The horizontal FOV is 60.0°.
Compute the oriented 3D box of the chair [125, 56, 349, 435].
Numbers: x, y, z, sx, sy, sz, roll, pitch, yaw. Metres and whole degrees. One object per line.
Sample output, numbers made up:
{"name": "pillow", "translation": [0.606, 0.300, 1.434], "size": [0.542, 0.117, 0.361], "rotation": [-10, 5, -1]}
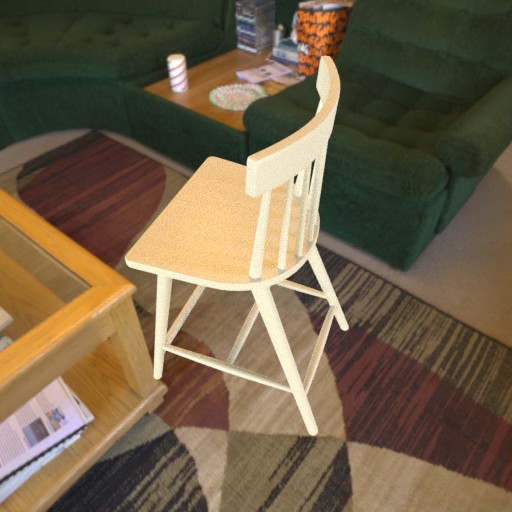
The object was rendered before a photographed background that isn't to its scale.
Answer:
{"name": "chair", "translation": [0.000, 0.000, 1.240], "size": [0.572, 0.952, 0.483], "rotation": [16, 47, 15]}
